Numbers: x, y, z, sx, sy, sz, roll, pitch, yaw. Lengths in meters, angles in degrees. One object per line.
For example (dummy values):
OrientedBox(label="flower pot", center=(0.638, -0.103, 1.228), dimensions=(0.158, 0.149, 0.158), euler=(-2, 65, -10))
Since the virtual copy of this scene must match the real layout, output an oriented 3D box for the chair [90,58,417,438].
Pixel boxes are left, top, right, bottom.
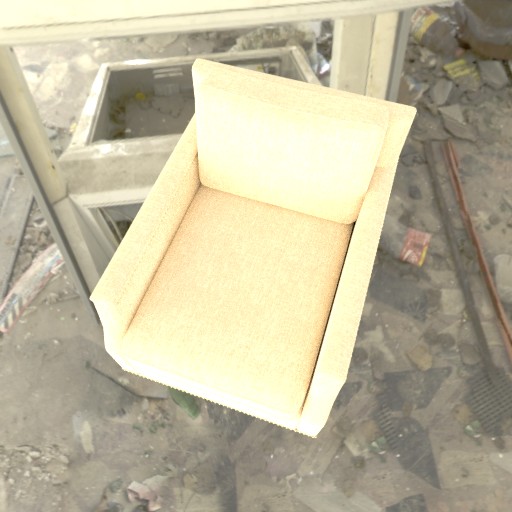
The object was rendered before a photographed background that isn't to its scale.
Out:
OrientedBox(label="chair", center=(0.000, 0.000, 1.708), dimensions=(0.838, 0.940, 1.041), euler=(16, 62, 9))
